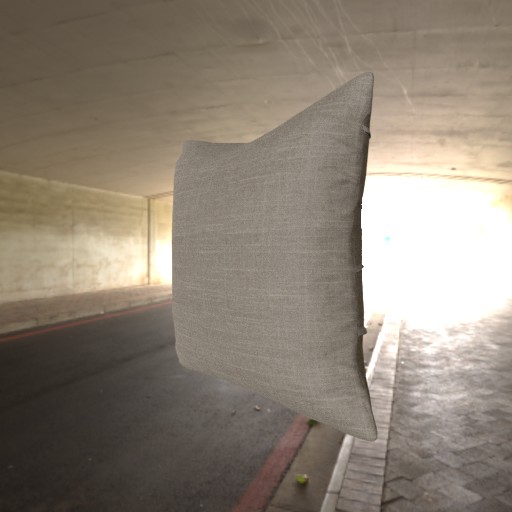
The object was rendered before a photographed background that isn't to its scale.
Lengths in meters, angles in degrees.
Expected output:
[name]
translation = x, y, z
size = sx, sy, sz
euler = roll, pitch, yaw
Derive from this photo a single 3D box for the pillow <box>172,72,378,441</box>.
[pillow]
translation = 0.000, 0.000, 0.636
size = 0.169, 0.400, 0.424
euler = -1, 1, -39
